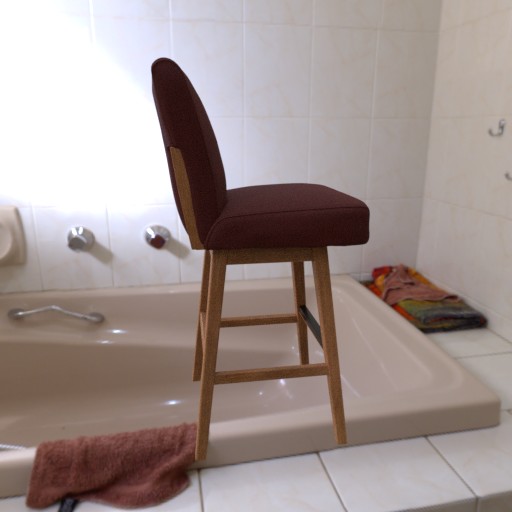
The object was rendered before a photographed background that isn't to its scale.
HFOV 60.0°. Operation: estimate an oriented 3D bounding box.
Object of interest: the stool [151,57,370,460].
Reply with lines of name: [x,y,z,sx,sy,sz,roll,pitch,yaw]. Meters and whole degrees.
stool: [0.000,0.000,1.387,0.562,1.093,0.468,-2,16,-9]
